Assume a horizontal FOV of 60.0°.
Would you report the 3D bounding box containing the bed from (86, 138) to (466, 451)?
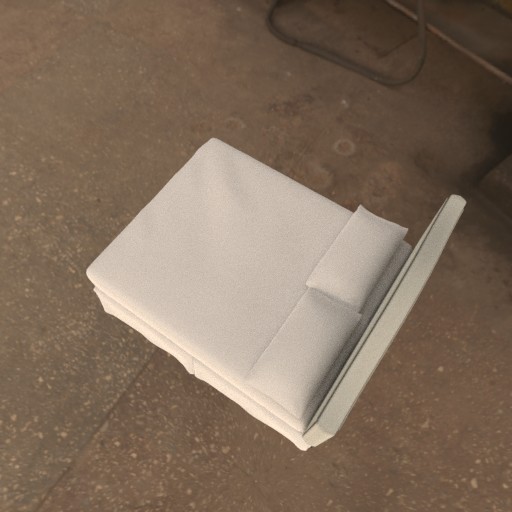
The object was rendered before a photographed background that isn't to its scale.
[{"bbox_3d":[0.000,0.000,3.358,2.180,1.607,1.813,32,67,15],"label":"bed"}]
